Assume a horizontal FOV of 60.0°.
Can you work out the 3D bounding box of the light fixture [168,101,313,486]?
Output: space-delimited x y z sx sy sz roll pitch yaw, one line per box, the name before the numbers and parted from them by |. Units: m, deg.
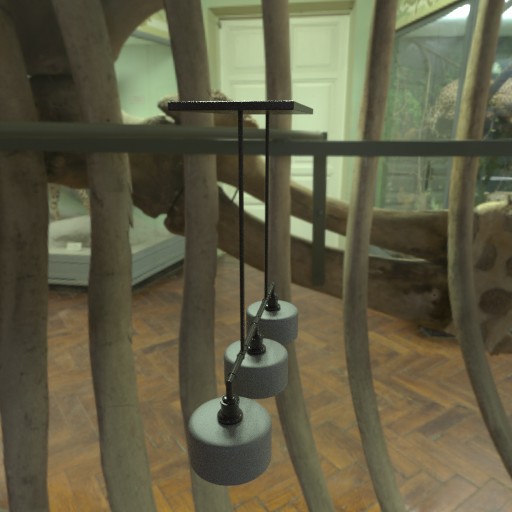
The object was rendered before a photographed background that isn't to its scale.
light fixture | 0.000 0.000 0.868 0.177 0.557 0.582 3 17 10
